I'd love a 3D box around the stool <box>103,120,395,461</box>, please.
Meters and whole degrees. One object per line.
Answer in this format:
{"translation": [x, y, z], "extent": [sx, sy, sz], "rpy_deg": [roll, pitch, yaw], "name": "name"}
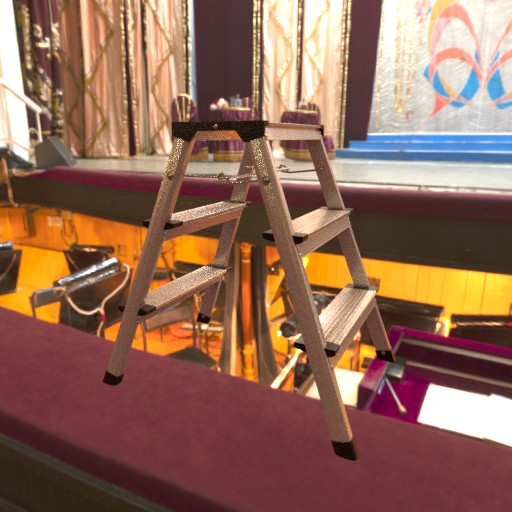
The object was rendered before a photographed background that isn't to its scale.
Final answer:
{"translation": [0.000, 0.000, 1.055], "extent": [0.622, 0.605, 0.437], "rpy_deg": [7, 17, 25], "name": "stool"}
